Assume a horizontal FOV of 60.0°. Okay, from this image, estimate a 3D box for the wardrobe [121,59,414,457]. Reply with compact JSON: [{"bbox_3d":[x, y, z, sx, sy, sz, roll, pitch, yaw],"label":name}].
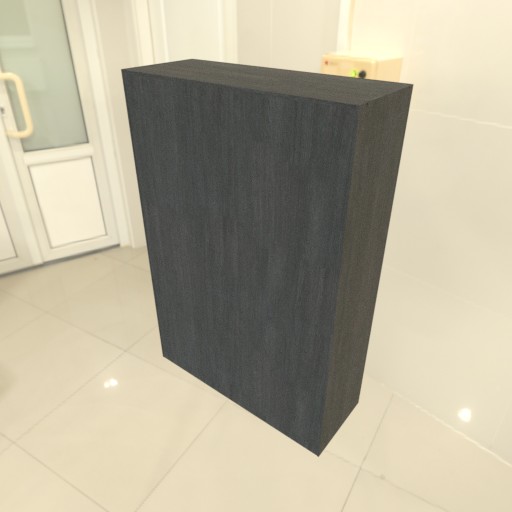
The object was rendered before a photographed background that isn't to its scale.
[{"bbox_3d":[0.000,0.000,2.506,1.290,1.910,0.510,22,37,32],"label":"wardrobe"}]
